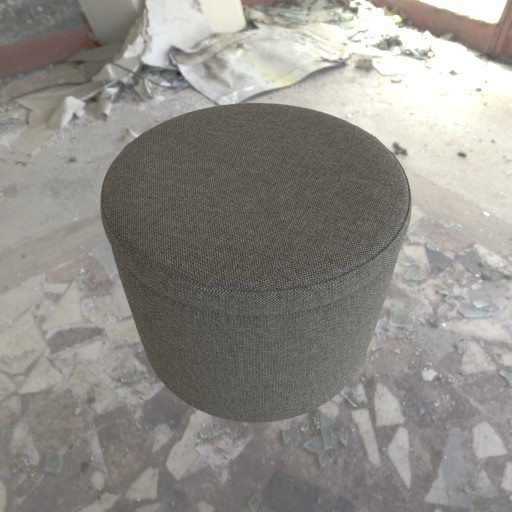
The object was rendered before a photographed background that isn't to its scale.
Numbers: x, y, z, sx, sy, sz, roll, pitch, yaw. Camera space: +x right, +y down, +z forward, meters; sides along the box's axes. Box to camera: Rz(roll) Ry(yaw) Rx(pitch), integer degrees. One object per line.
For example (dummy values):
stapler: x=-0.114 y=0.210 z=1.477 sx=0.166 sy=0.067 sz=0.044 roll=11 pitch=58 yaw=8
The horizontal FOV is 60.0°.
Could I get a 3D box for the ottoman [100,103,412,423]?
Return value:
ottoman: x=0.000 y=0.000 z=0.885 sx=0.520 sy=0.430 sz=0.520 roll=0 pitch=46 yaw=0
